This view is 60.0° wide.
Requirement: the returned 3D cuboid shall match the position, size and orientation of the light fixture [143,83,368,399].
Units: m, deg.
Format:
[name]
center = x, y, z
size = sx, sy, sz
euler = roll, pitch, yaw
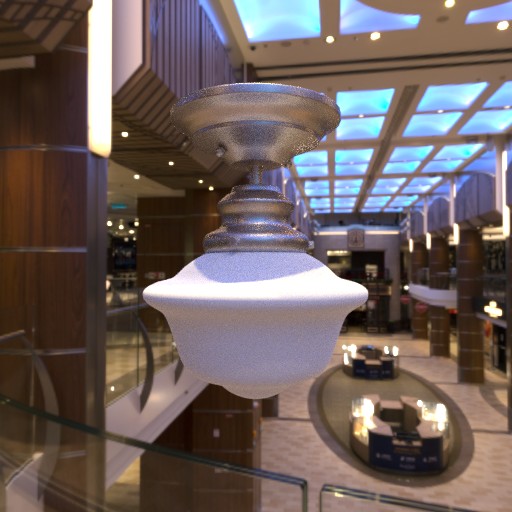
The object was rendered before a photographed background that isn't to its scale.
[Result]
[light fixture]
center = 0.000, 0.000, 0.402
size = 0.199, 0.254, 0.199
euler = 0, -1, 0
